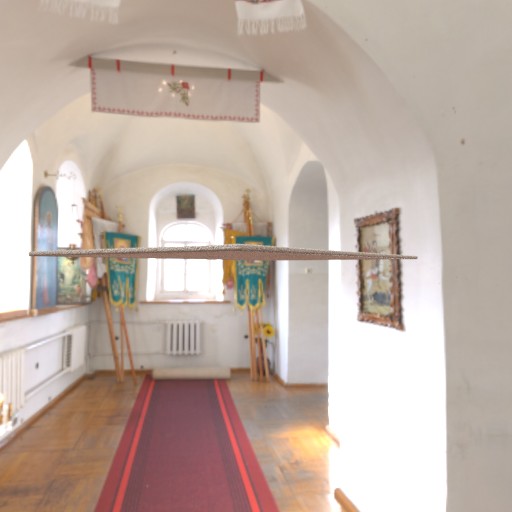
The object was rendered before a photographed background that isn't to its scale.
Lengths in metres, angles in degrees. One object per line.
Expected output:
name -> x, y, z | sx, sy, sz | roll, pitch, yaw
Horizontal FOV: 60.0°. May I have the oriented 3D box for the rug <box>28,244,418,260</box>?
rug -> 0.000, 0.000, 3.538 | 1.778, 0.030, 2.743 | -1, -2, 35
